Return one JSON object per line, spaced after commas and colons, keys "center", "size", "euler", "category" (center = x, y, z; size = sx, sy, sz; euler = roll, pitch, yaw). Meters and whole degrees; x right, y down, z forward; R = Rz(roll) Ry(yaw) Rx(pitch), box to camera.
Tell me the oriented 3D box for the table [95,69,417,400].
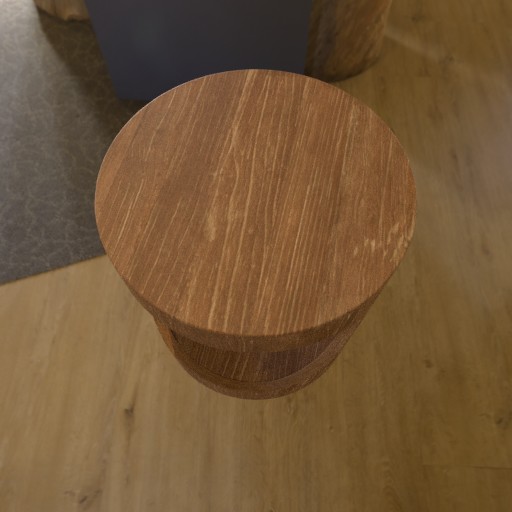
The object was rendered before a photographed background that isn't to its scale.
{"center": [0.000, 0.000, 0.978], "size": [0.527, 0.551, 0.527], "euler": [0, 63, 0], "category": "table"}
